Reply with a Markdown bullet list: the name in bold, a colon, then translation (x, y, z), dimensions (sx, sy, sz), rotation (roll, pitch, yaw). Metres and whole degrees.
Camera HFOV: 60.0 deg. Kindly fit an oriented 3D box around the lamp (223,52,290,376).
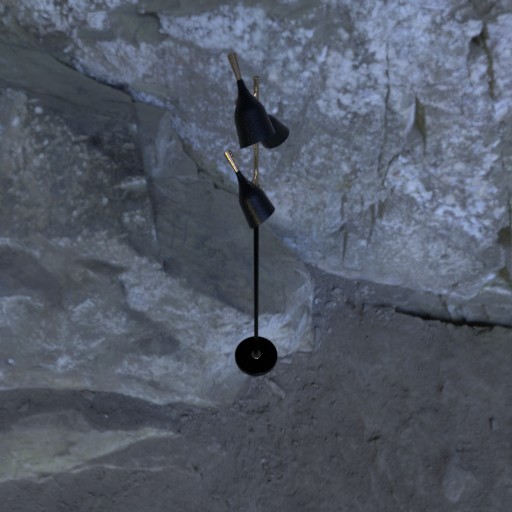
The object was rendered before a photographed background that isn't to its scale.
- **lamp**: translation (0.000, 0.000, 1.962), dimensions (0.253, 1.778, 0.434), rotation (10, 48, 9)
